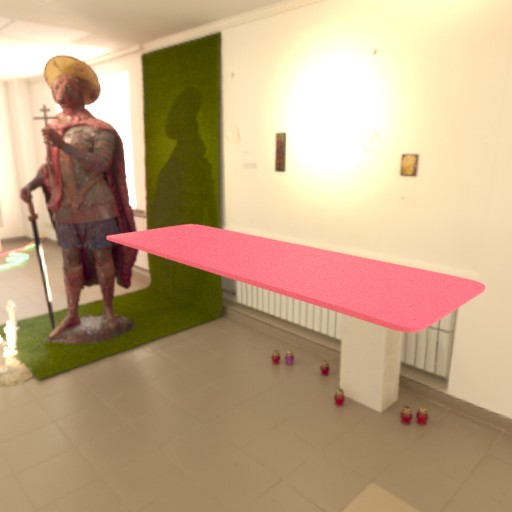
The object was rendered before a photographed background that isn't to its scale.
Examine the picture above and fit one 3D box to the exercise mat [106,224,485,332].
[{"bbox_3d":[0.000,0.000,2.096,0.616,0.021,1.884,-13,19,-43],"label":"exercise mat"}]
